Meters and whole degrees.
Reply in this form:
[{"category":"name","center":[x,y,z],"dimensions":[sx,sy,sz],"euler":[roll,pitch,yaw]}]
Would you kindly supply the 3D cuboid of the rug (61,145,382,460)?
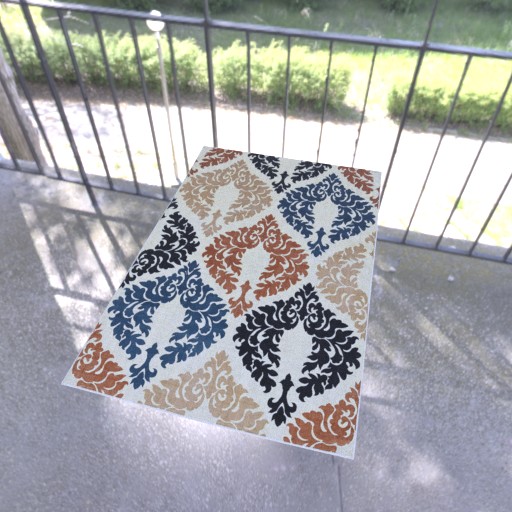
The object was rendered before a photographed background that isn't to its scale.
[{"category":"rug","center":[0.000,0.000,2.914],"dimensions":[1.514,0.014,2.275],"euler":[11,48,10]}]
